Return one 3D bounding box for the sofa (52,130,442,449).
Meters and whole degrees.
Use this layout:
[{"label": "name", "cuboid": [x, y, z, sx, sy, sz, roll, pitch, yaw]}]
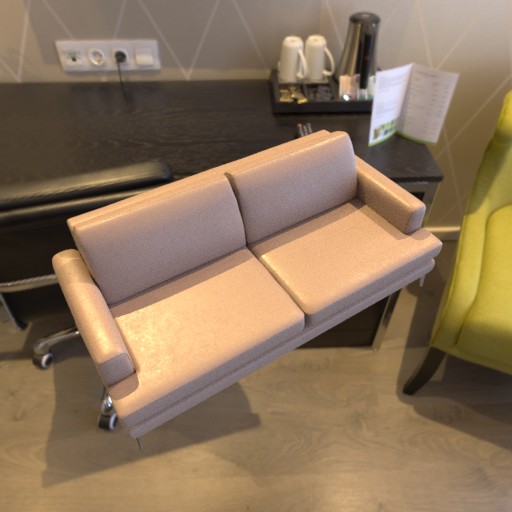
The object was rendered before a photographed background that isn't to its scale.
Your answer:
[{"label": "sofa", "cuboid": [0.000, 0.000, 2.434, 1.940, 0.765, 0.974, -24, 50, -22]}]
